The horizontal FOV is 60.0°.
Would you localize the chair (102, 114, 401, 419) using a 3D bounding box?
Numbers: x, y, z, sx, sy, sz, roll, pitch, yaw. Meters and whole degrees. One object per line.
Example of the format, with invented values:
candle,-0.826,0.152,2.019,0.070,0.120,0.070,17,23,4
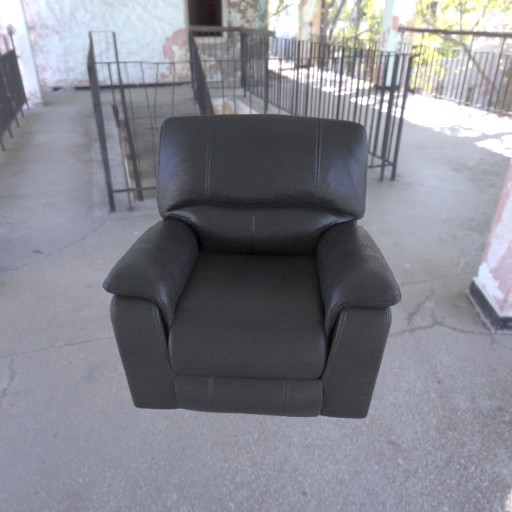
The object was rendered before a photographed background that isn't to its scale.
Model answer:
chair,0.000,0.000,2.025,1.096,1.109,1.087,2,29,3
